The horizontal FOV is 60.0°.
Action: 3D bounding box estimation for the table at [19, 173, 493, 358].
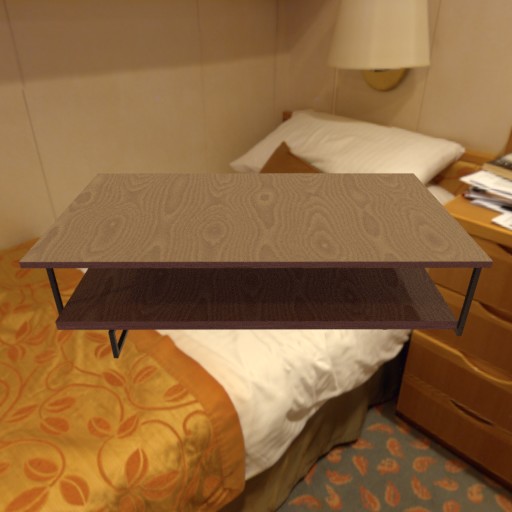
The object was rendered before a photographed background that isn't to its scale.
[{"bbox_3d":[0.000,0.000,1.486,1.197,0.347,0.651,0,30,0],"label":"table"}]
